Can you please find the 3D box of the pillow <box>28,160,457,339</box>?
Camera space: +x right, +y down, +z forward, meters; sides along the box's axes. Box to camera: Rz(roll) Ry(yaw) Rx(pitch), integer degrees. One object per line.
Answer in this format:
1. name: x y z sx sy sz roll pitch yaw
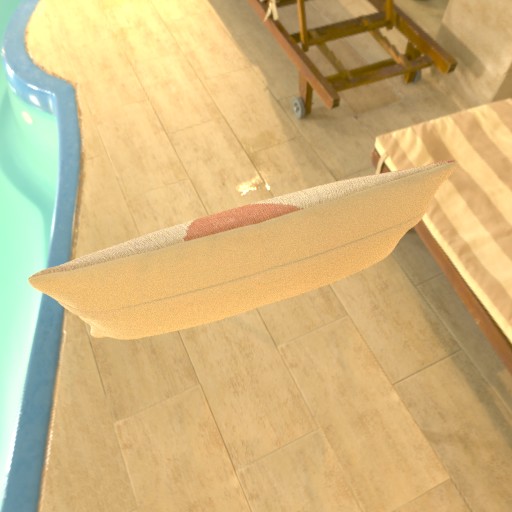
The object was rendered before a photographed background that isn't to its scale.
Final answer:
1. pillow: 0.000 0.000 0.723 0.609 0.292 0.155 -17 60 -10
